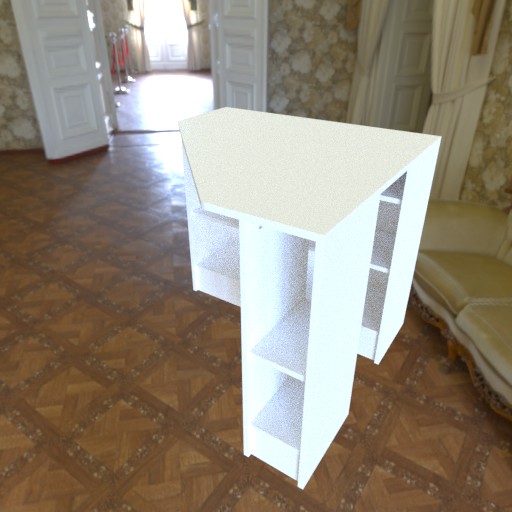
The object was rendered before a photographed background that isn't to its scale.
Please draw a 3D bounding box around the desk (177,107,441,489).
[{"bbox_3d":[0.000,0.000,1.639,0.940,0.818,0.926,18,34,29],"label":"desk"}]
